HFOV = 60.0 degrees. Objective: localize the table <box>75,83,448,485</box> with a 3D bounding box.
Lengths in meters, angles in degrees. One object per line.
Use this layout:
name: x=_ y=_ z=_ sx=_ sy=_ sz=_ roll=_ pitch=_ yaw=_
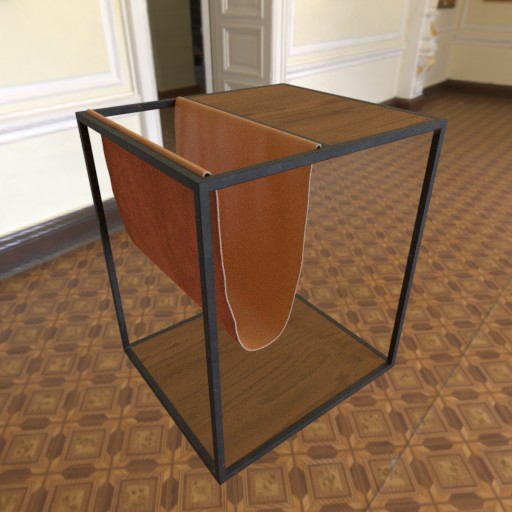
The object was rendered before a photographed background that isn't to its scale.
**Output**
table: x=0.000 y=0.000 z=0.847 sx=0.450 sy=0.536 sz=0.399 roll=-21 pitch=37 yaw=-31
